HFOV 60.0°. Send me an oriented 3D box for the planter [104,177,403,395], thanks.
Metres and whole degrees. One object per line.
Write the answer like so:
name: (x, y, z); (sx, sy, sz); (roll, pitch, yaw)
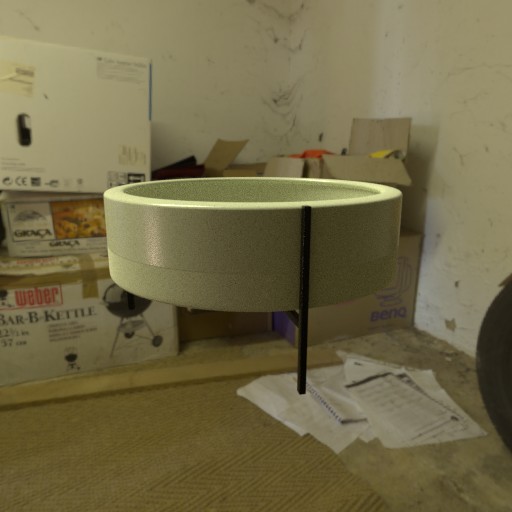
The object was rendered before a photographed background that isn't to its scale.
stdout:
planter: (0.000, 0.000, 0.546); (0.345, 0.171, 0.336); (-14, 19, -43)
